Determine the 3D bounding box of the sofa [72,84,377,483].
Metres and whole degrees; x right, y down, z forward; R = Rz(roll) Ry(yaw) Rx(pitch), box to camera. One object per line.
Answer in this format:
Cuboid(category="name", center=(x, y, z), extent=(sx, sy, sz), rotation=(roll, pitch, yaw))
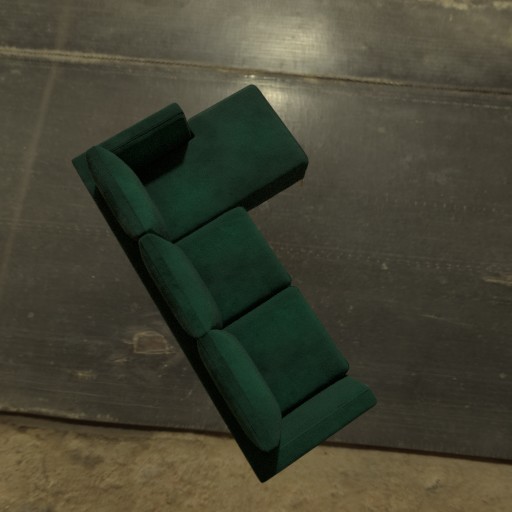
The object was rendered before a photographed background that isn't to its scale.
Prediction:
Cuboid(category="sofa", center=(0.000, 0.000, 3.138), extent=(1.489, 1.007, 2.441), rotation=(-32, 79, -7))
